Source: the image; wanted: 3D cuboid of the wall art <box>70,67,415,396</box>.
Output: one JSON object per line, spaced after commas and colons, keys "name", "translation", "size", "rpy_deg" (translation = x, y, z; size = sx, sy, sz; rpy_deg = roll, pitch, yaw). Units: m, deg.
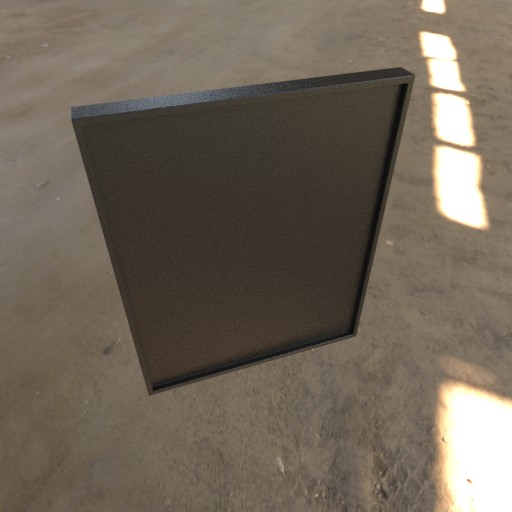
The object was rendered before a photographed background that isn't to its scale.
{"name": "wall art", "translation": [0.000, 0.000, 0.744], "size": [0.449, 0.555, 0.039], "rpy_deg": [-13, 42, -14]}
